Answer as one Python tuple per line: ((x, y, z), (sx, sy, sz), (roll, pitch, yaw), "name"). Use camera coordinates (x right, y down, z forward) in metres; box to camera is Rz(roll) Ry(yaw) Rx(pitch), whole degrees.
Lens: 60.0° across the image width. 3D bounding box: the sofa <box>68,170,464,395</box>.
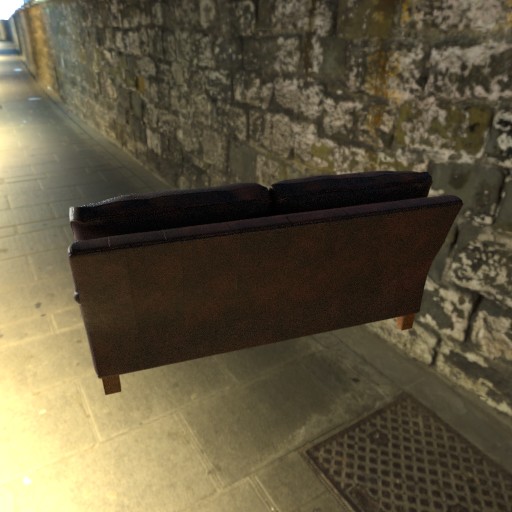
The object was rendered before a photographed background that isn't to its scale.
((0.000, 0.000, 2.815), (2.144, 1.071, 1.147), (-8, 28, -16), "sofa")
